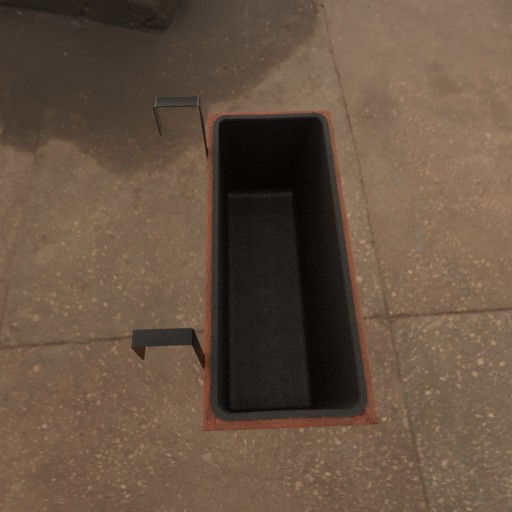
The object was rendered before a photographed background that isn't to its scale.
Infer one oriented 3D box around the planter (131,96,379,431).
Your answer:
[{"bbox_3d":[0.000,0.000,0.646,0.262,0.289,0.480,-2,63,-1],"label":"planter"}]
